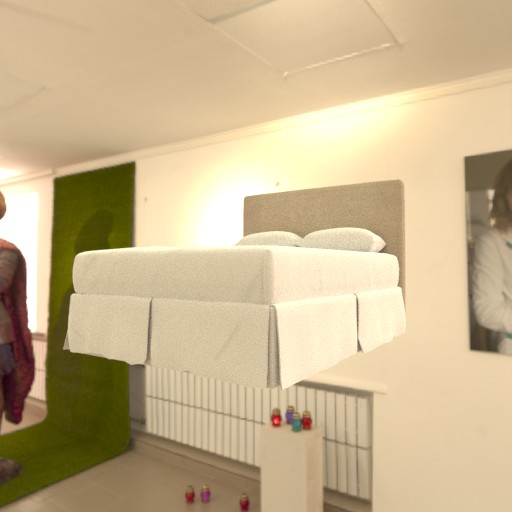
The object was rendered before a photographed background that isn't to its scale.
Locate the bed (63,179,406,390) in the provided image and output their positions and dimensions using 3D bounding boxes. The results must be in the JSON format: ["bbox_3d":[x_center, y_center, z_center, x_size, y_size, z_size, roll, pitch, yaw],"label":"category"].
[{"bbox_3d":[0.000,0.000,3.347,1.713,1.330,2.162,-1,-2,34],"label":"bed"}]
